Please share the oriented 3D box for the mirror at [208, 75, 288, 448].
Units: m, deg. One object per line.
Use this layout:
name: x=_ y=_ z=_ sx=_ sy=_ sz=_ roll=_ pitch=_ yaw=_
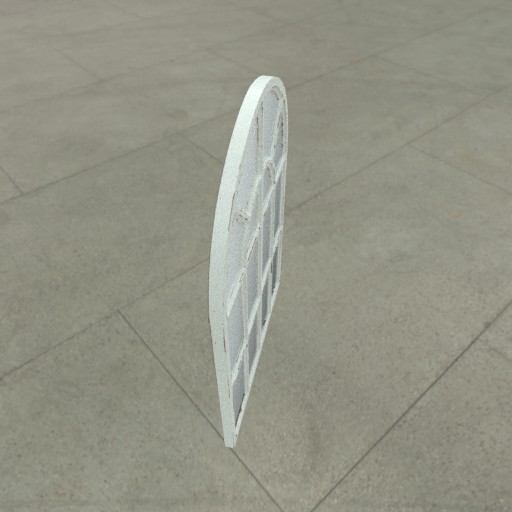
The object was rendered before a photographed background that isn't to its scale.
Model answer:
mirror: x=0.000 y=0.000 z=1.182 sx=0.032 sy=0.920 sz=0.660 roll=10 pitch=46 yaw=10
